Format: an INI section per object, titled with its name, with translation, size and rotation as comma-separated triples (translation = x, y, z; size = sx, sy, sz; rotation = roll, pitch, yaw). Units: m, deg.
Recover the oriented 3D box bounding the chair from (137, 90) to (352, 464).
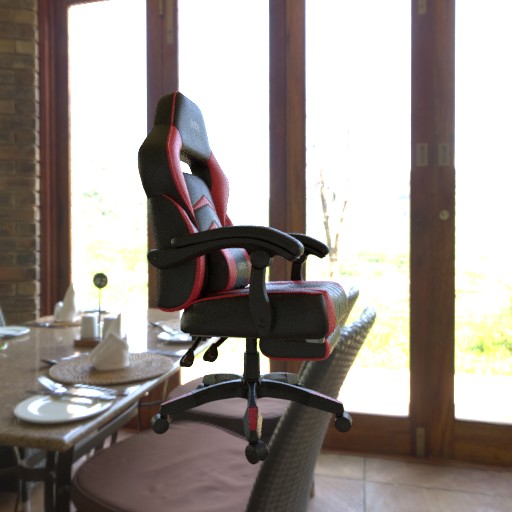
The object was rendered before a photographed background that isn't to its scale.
[chair]
translation = 0.000, 0.000, 1.647
size = 0.700, 1.220, 0.700
rotation = 0, 0, 17
